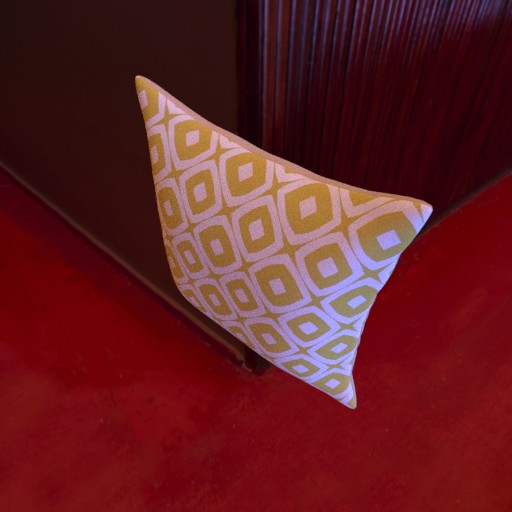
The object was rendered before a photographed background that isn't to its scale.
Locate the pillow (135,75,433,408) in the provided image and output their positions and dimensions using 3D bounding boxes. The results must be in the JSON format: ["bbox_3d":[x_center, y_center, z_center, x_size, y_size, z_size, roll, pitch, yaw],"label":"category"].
[{"bbox_3d":[0.000,0.000,0.769,0.504,0.494,0.188,32,54,27],"label":"pillow"}]
